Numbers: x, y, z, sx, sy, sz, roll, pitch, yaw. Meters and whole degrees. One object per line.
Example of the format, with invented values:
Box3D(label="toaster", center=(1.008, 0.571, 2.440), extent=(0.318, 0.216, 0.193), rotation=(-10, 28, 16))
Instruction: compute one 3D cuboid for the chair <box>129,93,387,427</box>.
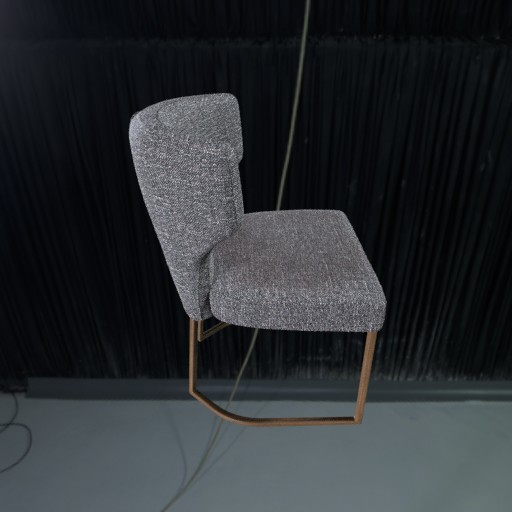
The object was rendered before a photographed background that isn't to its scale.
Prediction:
Box3D(label="chair", center=(0.000, 0.000, 1.280), extent=(0.617, 0.824, 0.611), rotation=(-1, 29, -1))
